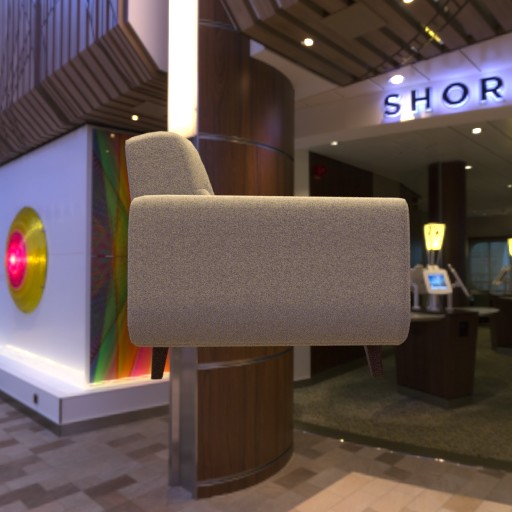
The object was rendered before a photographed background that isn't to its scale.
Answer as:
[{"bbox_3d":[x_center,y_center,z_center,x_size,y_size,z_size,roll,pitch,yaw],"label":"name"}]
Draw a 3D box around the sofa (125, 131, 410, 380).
[{"bbox_3d":[0.000,0.000,2.259,0.980,0.892,1.655,0,-1,-2],"label":"sofa"}]
